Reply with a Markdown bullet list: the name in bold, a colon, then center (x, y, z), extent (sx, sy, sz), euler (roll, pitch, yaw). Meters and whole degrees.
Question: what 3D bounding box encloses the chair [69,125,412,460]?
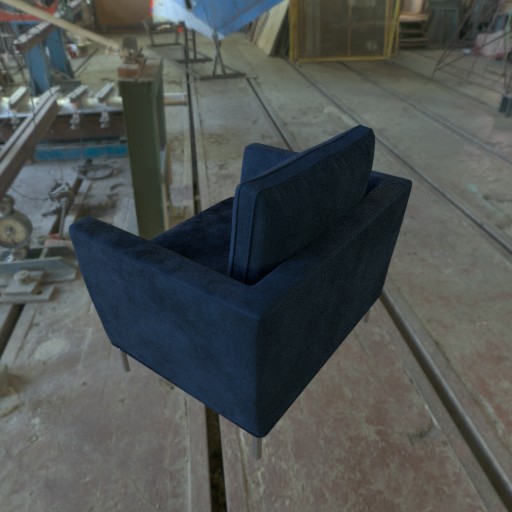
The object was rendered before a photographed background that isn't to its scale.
- **chair**: center (0.000, 0.000, 1.616), extent (0.746, 0.893, 0.977), euler (22, 39, 30)
